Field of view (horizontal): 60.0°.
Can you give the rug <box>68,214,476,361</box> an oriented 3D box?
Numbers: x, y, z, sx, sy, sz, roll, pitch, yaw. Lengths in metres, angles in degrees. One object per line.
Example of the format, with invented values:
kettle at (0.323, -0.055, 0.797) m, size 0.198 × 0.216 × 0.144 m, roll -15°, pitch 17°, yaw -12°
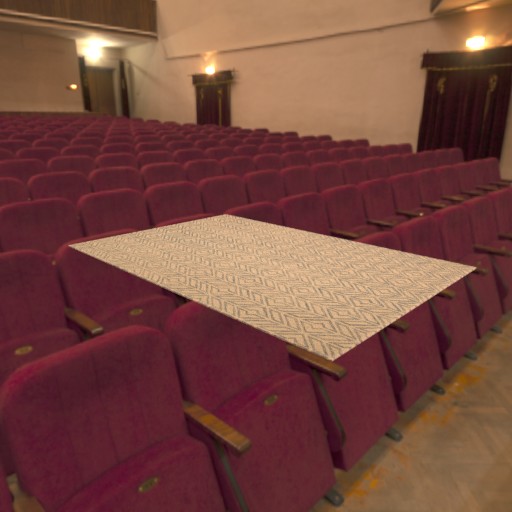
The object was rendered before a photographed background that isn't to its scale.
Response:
rug at (0.000, 0.000, 2.359) m, size 1.824 × 0.008 × 1.220 m, roll 16°, pitch 23°, yaw 42°
